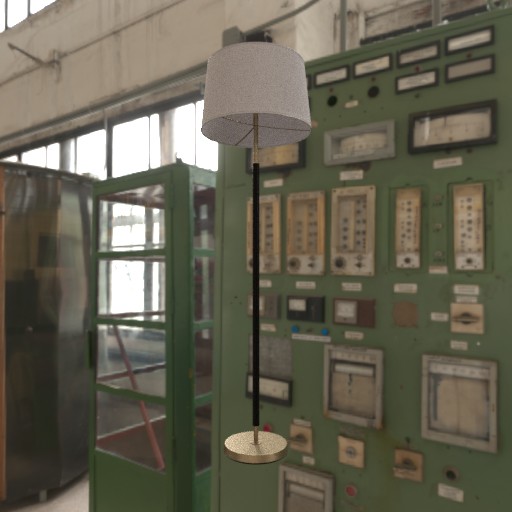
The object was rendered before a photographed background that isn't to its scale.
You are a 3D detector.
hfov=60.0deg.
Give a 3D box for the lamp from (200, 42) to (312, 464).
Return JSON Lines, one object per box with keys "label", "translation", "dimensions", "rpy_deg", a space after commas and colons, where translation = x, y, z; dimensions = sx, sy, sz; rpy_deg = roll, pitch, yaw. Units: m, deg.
{"label": "lamp", "translation": [0.000, 0.000, 1.669], "dimensions": [0.420, 1.447, 0.420], "rpy_deg": [0, -2, 0]}
